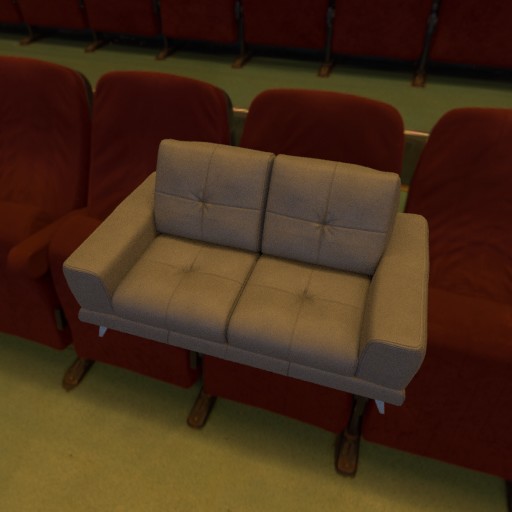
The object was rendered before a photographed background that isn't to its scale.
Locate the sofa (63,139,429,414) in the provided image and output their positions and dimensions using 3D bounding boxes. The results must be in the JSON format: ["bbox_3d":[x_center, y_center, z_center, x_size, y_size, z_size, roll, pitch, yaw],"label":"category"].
[{"bbox_3d":[0.000,0.000,2.437,1.806,0.907,1.018,12,42,13],"label":"sofa"}]
